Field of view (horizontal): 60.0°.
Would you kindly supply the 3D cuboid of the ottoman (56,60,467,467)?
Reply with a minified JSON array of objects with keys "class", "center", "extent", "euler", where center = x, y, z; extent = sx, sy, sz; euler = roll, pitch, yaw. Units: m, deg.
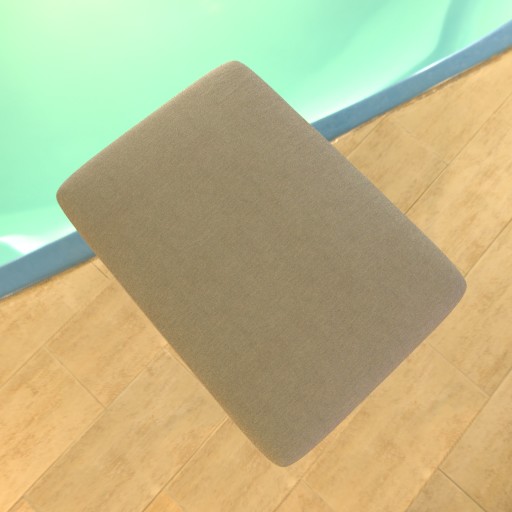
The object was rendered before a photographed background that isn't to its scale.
[{"class":"ottoman","center":[0.000,0.000,1.022],"extent":[0.528,0.404,0.735],"euler":[-41,78,-10]}]
